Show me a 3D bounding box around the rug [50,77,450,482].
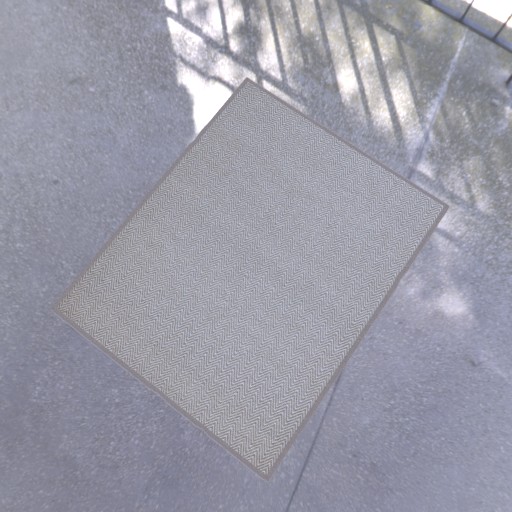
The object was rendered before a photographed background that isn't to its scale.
[{"bbox_3d":[0.000,0.000,4.130,2.434,0.032,3.007,35,78,9],"label":"rug"}]
